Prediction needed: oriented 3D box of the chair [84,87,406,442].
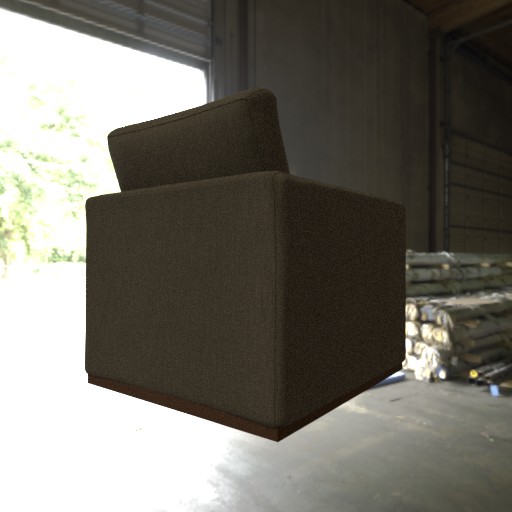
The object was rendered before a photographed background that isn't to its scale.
[{"bbox_3d":[0.000,0.000,1.498,0.763,0.811,0.834,0,0,37],"label":"chair"}]
